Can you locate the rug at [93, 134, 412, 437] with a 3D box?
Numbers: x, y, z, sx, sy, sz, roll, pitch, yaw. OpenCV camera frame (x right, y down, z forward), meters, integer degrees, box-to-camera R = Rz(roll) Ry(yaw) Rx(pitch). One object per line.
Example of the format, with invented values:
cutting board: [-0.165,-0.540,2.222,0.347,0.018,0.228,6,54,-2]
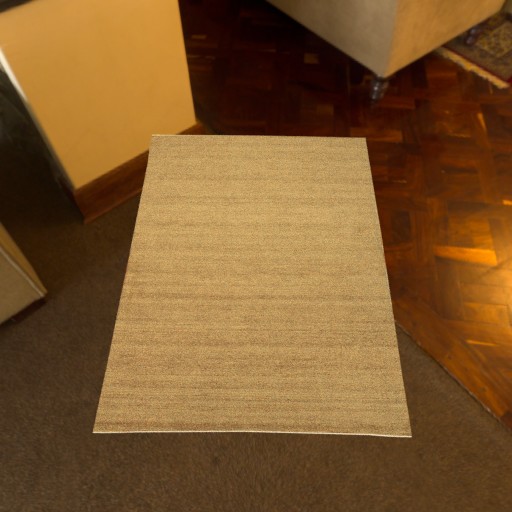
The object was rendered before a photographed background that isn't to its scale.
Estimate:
rug: [0.000,0.000,4.197,2.434,0.045,3.202,1,59,1]
